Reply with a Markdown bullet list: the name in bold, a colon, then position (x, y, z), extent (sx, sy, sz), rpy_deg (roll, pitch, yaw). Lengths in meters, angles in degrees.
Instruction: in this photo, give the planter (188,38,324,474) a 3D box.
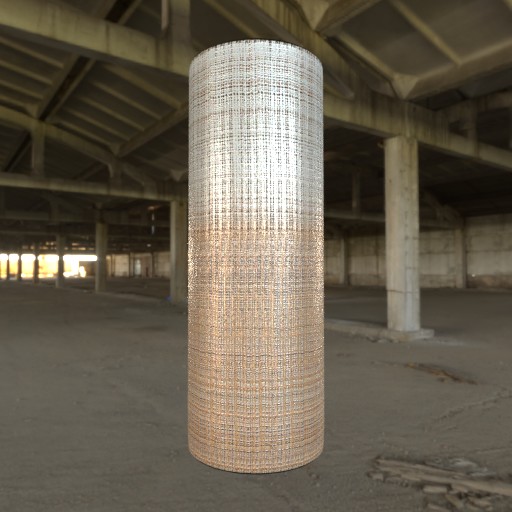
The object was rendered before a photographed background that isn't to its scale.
- **planter**: position (0.000, 0.000, 0.328), extent (0.099, 0.278, 0.099), rpy_deg (1, -2, -36)
